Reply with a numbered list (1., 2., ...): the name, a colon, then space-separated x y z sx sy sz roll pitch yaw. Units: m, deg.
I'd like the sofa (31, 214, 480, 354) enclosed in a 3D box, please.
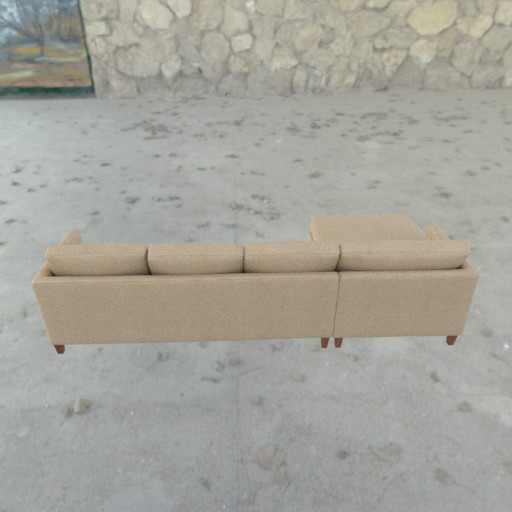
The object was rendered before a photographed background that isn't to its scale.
1. sofa: 0.000 0.000 3.855 3.201 0.876 1.502 -1 30 -2
